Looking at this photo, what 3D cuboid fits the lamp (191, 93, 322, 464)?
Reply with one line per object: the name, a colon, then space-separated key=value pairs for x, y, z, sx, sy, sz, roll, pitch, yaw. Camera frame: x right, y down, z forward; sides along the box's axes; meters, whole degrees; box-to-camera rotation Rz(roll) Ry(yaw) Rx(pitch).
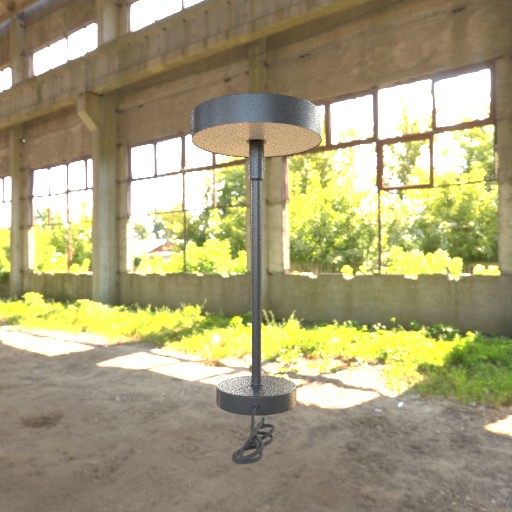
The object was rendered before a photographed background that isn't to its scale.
lamp: x=0.000 y=0.000 z=0.707 sx=0.229 sy=0.508 sz=0.369 roll=0 pitch=-1 yaw=1
